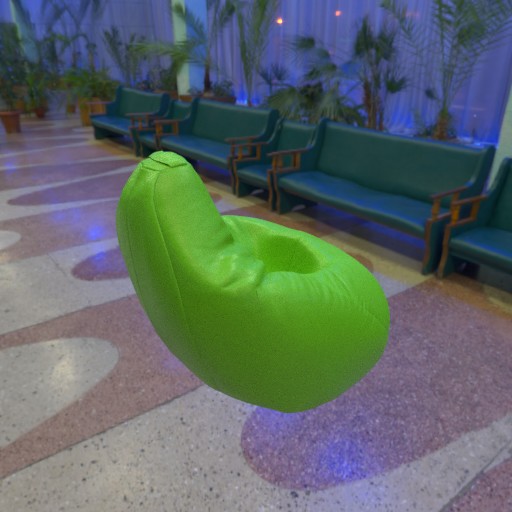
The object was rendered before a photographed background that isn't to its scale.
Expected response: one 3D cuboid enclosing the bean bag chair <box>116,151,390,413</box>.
[{"bbox_3d":[0.000,0.000,1.899,1.070,0.990,1.070,-17,31,-31],"label":"bean bag chair"}]
